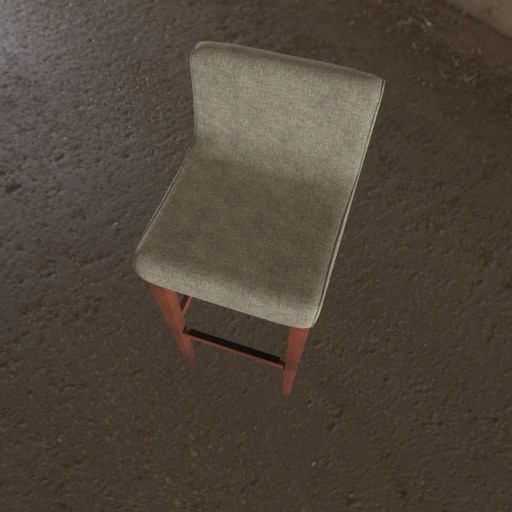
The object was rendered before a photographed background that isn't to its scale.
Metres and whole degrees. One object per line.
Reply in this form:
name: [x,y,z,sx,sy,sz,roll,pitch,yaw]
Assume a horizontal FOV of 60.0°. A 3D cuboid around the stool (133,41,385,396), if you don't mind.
stool: [0.000,0.000,1.249,0.426,0.965,0.499,16,60,10]
